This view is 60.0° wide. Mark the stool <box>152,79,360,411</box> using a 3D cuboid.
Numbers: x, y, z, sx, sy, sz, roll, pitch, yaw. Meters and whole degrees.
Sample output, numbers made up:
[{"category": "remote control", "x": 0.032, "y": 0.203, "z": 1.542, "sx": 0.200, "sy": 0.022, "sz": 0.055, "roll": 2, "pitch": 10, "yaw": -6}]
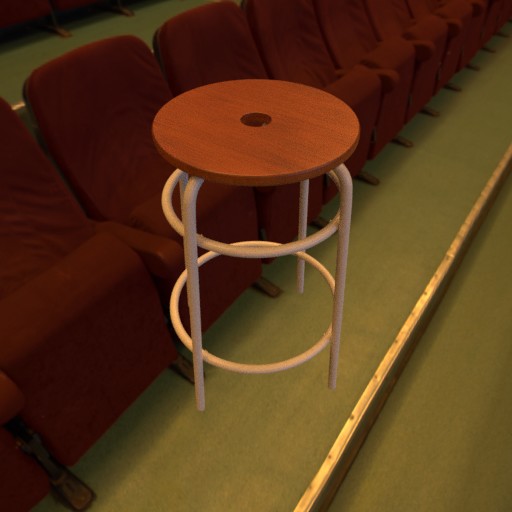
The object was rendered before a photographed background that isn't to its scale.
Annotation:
[{"category": "stool", "x": 0.000, "y": 0.000, "z": 0.929, "sx": 0.455, "sy": 0.610, "sz": 0.455, "roll": 26, "pitch": 49, "yaw": 25}]
